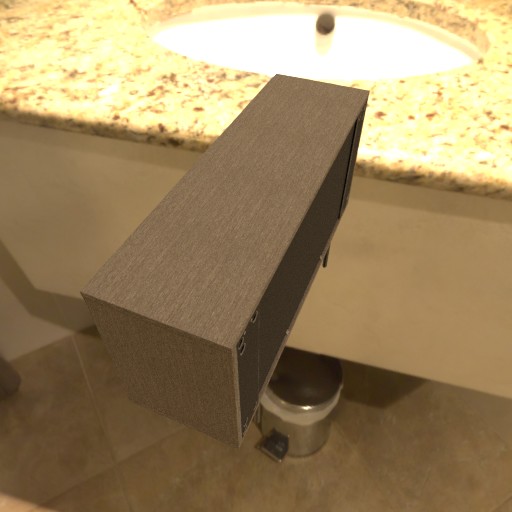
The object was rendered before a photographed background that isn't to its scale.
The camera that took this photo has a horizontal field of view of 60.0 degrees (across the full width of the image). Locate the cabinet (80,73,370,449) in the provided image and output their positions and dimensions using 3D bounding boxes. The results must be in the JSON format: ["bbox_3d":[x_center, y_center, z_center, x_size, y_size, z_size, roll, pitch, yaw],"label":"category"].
[{"bbox_3d":[0.000,0.000,1.599,0.405,0.787,1.194,17,49,16],"label":"cabinet"}]
